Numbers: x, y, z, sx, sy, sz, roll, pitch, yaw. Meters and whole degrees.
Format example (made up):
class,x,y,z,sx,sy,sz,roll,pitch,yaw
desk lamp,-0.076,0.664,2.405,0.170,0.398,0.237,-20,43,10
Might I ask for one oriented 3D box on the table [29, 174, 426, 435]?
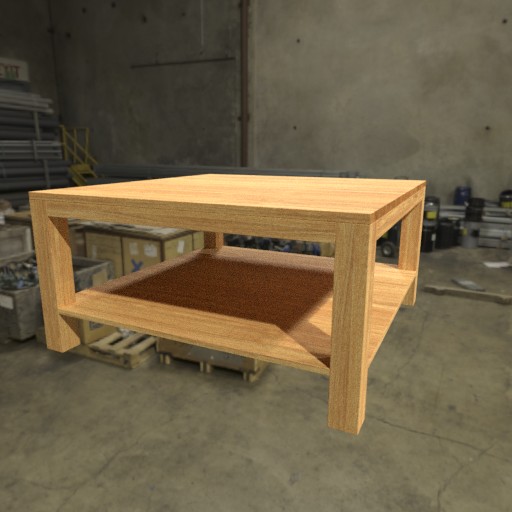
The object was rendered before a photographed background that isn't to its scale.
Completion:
class,x,y,z,sx,sy,sz,roll,pitch,yaw
table,0.000,0.000,1.425,0.900,0.450,0.900,7,15,25
